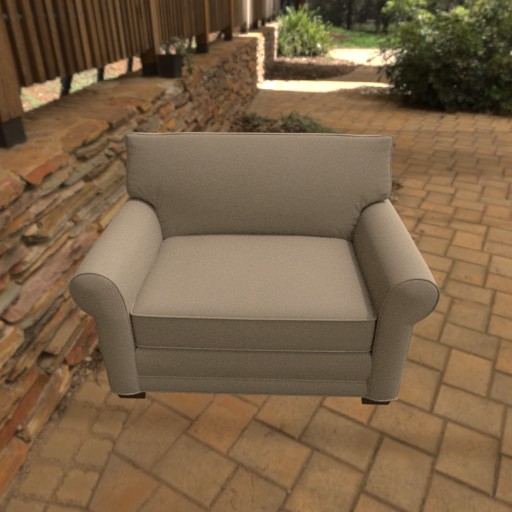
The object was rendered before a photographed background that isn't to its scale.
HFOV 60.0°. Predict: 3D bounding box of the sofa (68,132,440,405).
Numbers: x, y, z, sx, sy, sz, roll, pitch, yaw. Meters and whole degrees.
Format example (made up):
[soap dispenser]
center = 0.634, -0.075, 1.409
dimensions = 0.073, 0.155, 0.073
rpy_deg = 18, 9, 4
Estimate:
[sofa]
center = 0.000, 0.000, 2.097
dimensions = 1.405, 1.006, 0.937
rpy_deg = 1, 30, 2
